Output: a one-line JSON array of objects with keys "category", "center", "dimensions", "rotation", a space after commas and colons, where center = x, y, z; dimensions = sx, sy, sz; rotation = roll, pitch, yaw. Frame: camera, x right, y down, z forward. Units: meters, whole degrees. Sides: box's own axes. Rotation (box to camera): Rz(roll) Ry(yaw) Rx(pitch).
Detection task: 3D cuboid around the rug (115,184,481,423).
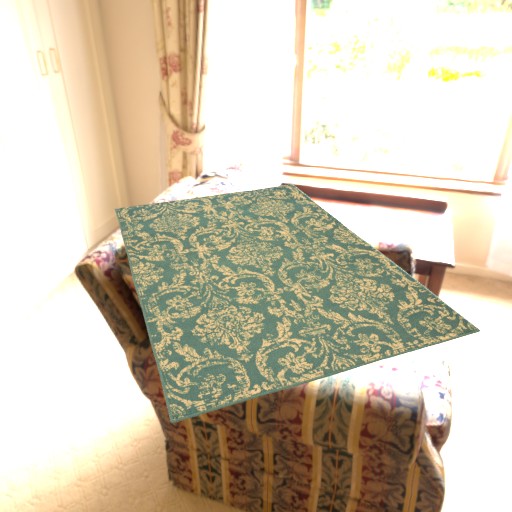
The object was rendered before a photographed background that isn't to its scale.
[{"category": "rug", "center": [0.000, 0.000, 2.854], "dimensions": [1.554, 0.012, 2.205], "rotation": [-11, 31, -18]}]
